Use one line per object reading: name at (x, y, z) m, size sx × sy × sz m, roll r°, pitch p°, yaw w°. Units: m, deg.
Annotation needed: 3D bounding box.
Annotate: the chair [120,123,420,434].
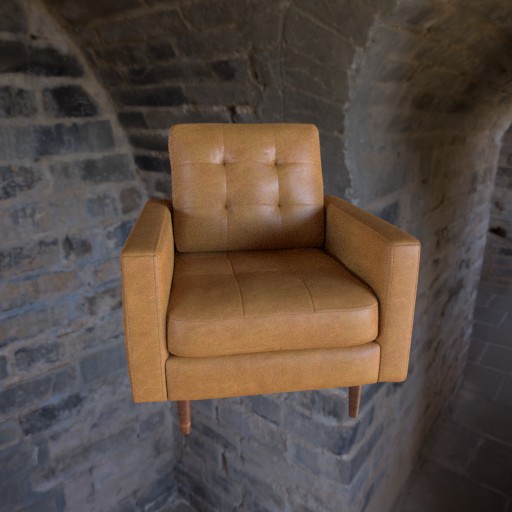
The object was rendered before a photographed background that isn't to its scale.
chair at (0.000, 0.000, 1.560) m, size 0.831 × 0.896 × 0.868 m, roll -2°, pitch 17°, yaw -8°
